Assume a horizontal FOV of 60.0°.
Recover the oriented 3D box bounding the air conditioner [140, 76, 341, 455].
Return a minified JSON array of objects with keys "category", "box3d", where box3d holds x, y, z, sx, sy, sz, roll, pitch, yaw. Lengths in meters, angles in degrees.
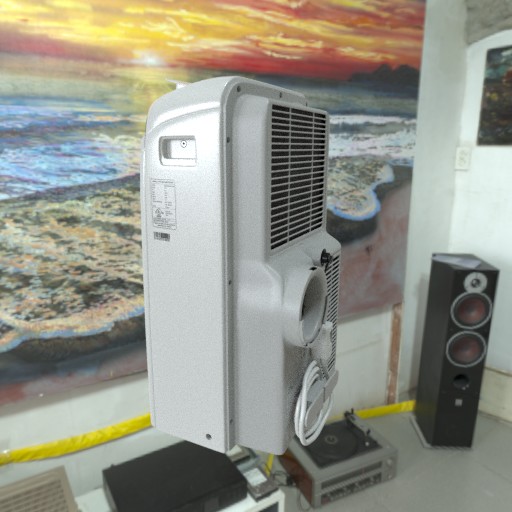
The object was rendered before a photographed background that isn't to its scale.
[{"category":"air conditioner","box3d":[0.000,0.000,1.062,0.414,0.786,0.449,7,15,26]}]
